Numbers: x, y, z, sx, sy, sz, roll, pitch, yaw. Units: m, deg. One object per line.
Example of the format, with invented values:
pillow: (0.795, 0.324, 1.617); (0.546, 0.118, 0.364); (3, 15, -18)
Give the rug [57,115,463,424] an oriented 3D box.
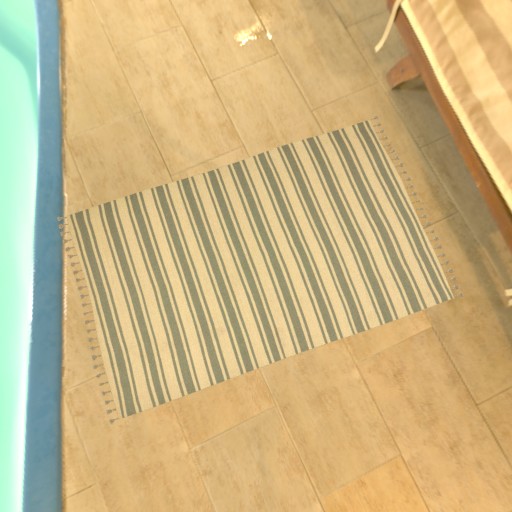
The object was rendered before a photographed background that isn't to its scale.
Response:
rug: (0.000, 0.000, 2.563); (2.084, 0.009, 1.222); (-19, 76, -5)
